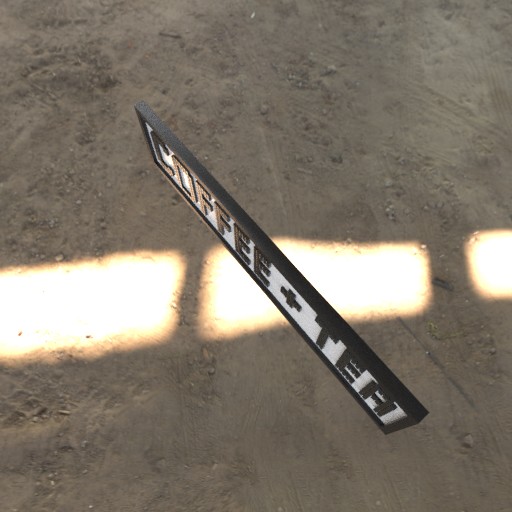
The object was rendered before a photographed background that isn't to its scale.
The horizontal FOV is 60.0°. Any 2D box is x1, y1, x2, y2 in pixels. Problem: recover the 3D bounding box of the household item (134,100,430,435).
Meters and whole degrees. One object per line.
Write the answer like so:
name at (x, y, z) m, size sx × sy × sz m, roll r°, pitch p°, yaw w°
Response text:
household item at (0.000, 0.000, 1.097) m, size 0.030 × 0.236 × 1.001 m, roll -35°, pitch 68°, yaw -16°
